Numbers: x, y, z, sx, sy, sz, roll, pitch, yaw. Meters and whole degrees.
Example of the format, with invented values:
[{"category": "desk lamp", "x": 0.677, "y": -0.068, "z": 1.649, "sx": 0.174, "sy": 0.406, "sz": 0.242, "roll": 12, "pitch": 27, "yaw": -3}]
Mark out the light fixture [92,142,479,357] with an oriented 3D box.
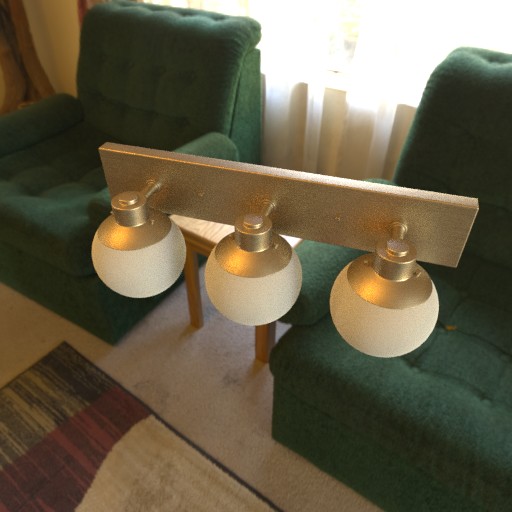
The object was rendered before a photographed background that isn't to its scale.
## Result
[{"category": "light fixture", "x": 0.000, "y": 0.000, "z": 0.840, "sx": 0.721, "sy": 0.263, "sz": 0.218, "roll": 11, "pitch": 41, "yaw": 14}]
